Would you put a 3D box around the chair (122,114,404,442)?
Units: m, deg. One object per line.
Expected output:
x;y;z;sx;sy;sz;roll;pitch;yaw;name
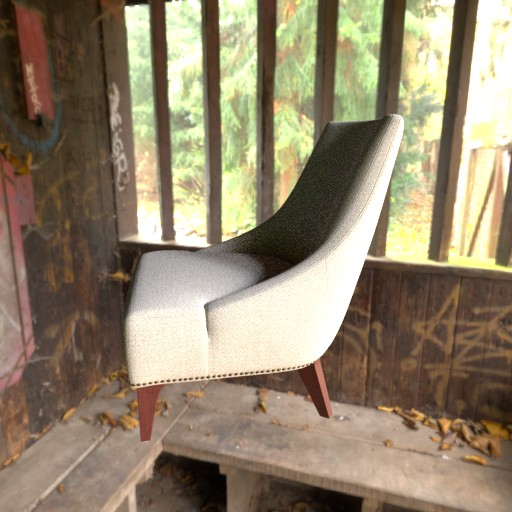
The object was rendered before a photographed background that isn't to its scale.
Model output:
0.000;0.000;1.523;0.861;0.909;0.701;-3;15;-10;chair
